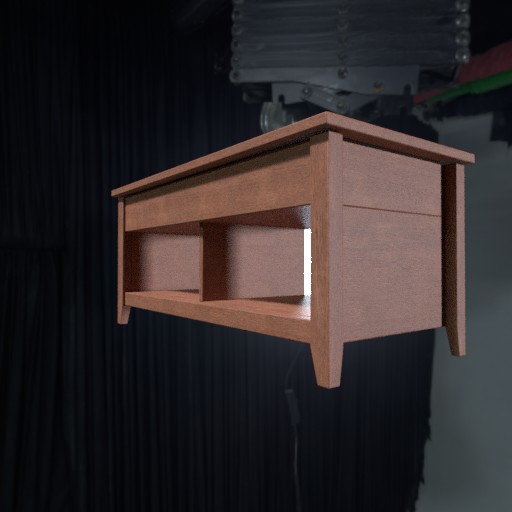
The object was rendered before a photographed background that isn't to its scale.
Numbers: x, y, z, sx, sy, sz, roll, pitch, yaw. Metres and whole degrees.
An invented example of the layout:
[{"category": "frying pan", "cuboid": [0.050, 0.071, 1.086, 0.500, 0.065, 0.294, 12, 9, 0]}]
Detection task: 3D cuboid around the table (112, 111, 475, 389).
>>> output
[{"category": "table", "cuboid": [0.000, 0.000, 1.267, 0.483, 0.457, 1.016, 1, -1, -37]}]
